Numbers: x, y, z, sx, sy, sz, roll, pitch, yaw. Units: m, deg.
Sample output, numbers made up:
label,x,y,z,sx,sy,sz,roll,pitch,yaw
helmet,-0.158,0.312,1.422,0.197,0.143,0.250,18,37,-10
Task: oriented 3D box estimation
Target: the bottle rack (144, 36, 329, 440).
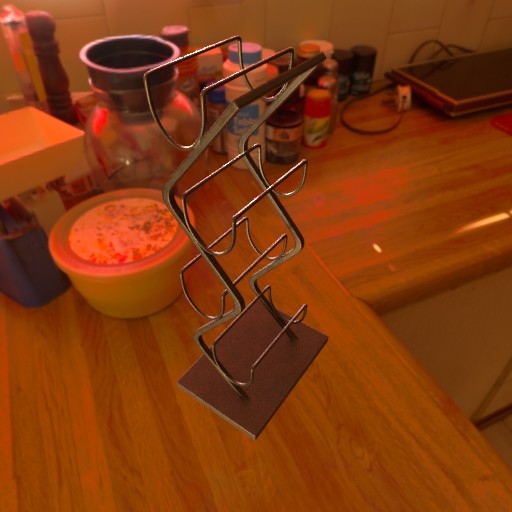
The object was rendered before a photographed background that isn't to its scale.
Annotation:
label,x,y,z,sx,sy,sz,roll,pitch,yaw
bottle rack,0.000,0.000,0.672,0.178,0.559,0.254,25,48,25
